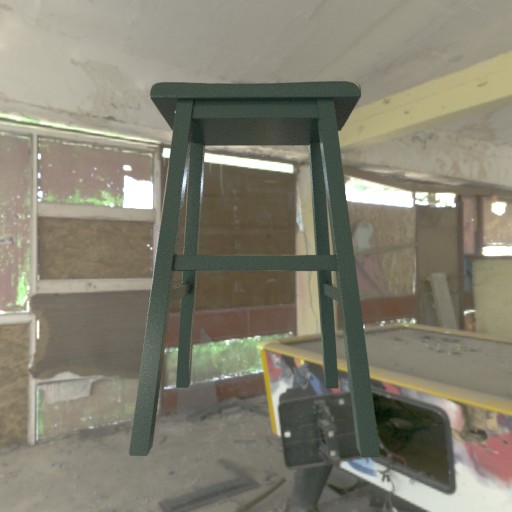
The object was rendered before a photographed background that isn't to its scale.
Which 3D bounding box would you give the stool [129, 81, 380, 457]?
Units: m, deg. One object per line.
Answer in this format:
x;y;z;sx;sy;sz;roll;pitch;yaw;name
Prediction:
0.000;0.000;1.049;0.457;0.737;0.476;0;-1;1;stool
